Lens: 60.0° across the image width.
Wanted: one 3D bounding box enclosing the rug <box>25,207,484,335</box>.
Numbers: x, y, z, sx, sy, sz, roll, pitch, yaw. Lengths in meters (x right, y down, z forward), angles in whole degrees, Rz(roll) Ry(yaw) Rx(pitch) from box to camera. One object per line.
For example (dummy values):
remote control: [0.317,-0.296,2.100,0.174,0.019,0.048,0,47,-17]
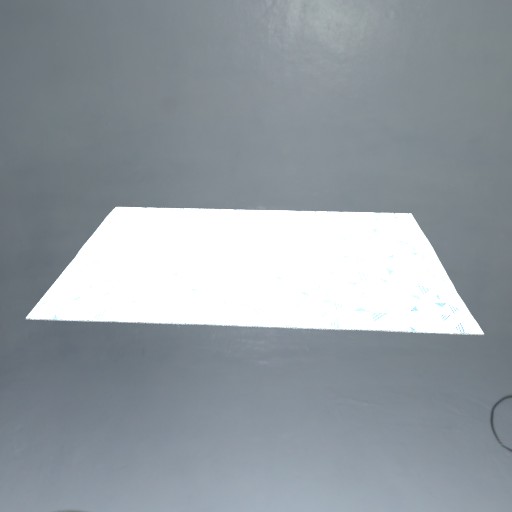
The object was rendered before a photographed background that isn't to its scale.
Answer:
rug: [0.000,0.000,3.006,2.457,0.009,1.512,2,30,3]
